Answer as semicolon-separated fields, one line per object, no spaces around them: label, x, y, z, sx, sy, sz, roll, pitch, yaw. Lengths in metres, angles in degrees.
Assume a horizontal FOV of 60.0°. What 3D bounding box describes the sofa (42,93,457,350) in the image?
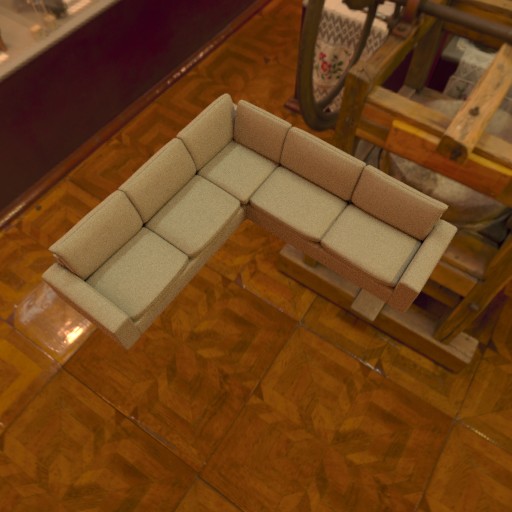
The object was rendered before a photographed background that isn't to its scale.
sofa;0.000;0.000;4.056;2.742;0.800;2.622;32;65;17
